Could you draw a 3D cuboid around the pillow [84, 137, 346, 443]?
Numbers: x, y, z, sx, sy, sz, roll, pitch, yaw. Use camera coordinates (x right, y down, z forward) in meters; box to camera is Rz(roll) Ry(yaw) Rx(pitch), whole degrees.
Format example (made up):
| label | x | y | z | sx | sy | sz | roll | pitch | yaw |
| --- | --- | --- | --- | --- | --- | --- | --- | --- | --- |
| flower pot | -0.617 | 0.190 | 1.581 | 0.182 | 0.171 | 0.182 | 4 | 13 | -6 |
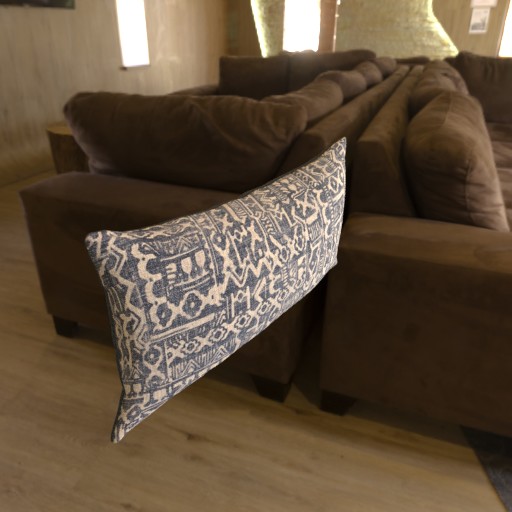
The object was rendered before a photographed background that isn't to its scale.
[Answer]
| label | x | y | z | sx | sy | sz | roll | pitch | yaw |
| --- | --- | --- | --- | --- | --- | --- | --- | --- | --- |
| pillow | 0.000 | 0.000 | 0.737 | 0.148 | 0.292 | 0.631 | 18 | 32 | 32 |
